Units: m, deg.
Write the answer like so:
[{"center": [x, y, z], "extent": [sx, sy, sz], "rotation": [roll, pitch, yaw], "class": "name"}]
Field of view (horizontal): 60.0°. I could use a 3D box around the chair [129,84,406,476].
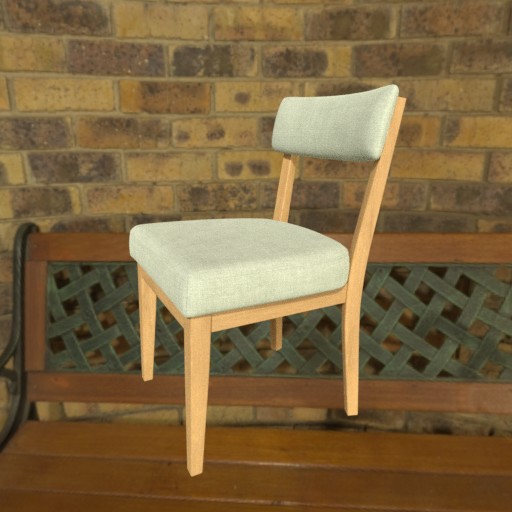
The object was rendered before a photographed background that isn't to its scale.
[{"center": [0.000, 0.000, 1.173], "extent": [0.572, 0.832, 0.508], "rotation": [-8, 18, -26], "class": "chair"}]
